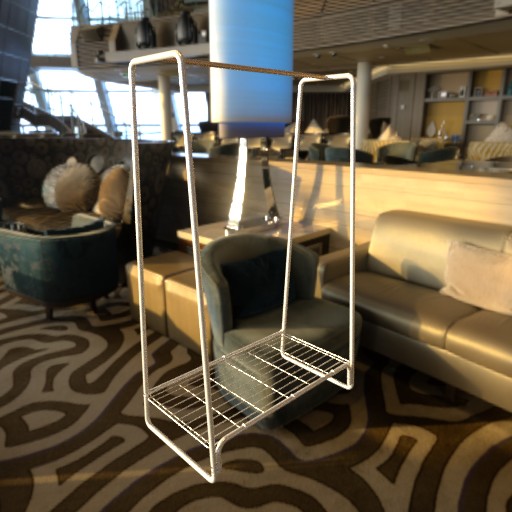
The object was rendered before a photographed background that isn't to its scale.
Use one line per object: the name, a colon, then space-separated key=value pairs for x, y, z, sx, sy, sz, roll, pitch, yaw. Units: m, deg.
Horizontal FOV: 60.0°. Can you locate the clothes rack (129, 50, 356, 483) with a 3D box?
clothes rack: x=0.000 y=0.000 z=1.894 sx=0.900 sy=1.500 sz=0.495 roll=-15 pitch=22 yaw=-42
